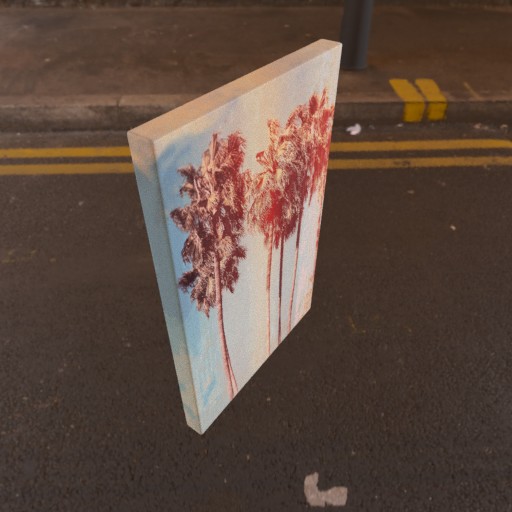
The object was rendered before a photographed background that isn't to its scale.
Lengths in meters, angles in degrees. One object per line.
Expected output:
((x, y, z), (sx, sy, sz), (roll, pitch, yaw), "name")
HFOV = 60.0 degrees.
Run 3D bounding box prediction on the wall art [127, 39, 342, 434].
((0.000, 0.000, 0.770), (0.038, 0.610, 0.401), (26, 48, 26), "wall art")
